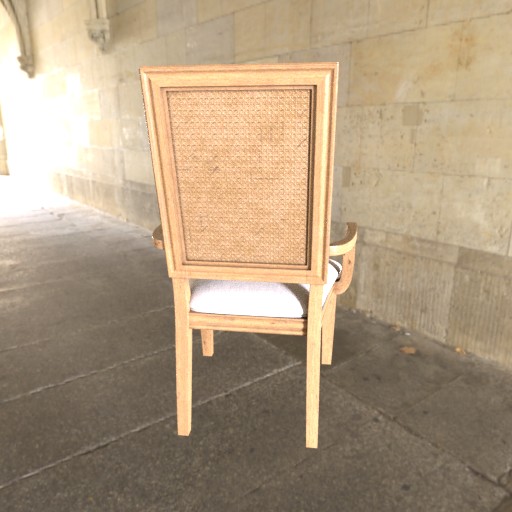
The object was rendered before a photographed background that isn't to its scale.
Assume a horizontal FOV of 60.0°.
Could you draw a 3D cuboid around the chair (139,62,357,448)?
[{"bbox_3d":[0.000,0.000,1.327,0.606,0.990,0.602,2,16,8],"label":"chair"}]
